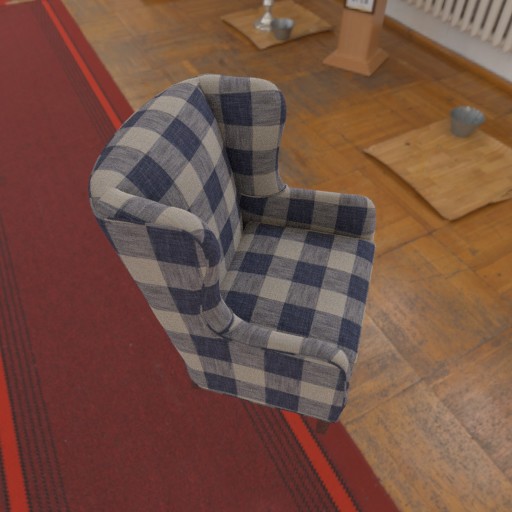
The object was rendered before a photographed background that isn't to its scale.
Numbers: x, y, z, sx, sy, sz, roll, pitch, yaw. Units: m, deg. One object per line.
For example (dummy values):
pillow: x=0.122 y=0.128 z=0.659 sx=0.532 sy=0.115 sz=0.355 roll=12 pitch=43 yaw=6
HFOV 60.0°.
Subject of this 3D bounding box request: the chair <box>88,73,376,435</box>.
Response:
chair: x=0.000 y=0.000 z=1.703 sx=0.889 sy=1.041 sz=0.830 roll=12 pitch=49 yaw=11
